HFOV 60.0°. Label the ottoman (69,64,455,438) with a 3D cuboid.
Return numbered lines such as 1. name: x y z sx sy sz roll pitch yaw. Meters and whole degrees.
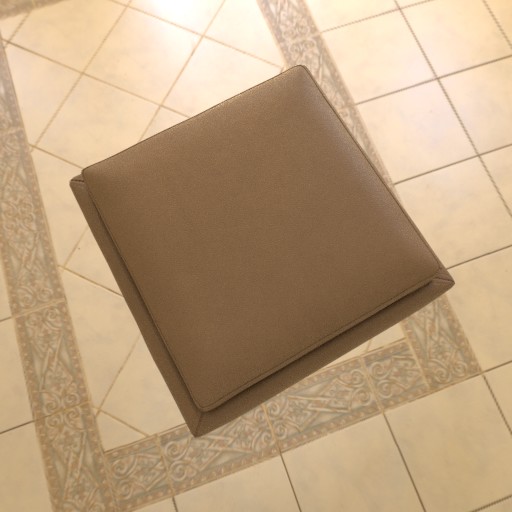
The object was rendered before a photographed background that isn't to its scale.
1. ottoman: 0.000 0.000 0.818 0.450 0.460 0.451 -29 77 -7
